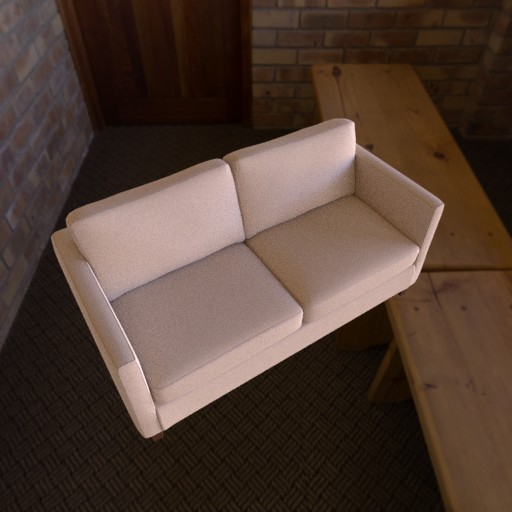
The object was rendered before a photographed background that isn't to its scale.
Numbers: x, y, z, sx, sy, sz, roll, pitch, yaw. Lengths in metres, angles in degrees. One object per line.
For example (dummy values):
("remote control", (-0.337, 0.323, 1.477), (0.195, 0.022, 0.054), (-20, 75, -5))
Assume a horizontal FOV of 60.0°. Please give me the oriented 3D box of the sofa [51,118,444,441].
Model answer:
("sofa", (0.000, 0.000, 2.271), (1.722, 0.888, 0.873), (-25, 51, -22))
